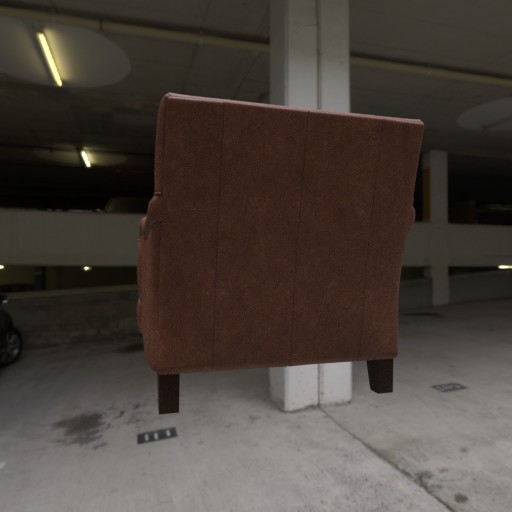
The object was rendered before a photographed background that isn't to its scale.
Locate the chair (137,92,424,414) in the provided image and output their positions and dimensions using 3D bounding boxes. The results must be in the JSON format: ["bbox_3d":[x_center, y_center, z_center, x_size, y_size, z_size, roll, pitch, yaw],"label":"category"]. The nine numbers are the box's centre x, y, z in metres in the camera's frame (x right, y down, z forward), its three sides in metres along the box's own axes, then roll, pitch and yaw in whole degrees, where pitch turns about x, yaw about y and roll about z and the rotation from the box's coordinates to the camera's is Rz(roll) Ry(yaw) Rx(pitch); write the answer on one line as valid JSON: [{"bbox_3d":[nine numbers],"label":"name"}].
[{"bbox_3d":[0.000,0.000,1.936,0.986,1.055,1.158,0,-1,-16],"label":"chair"}]
